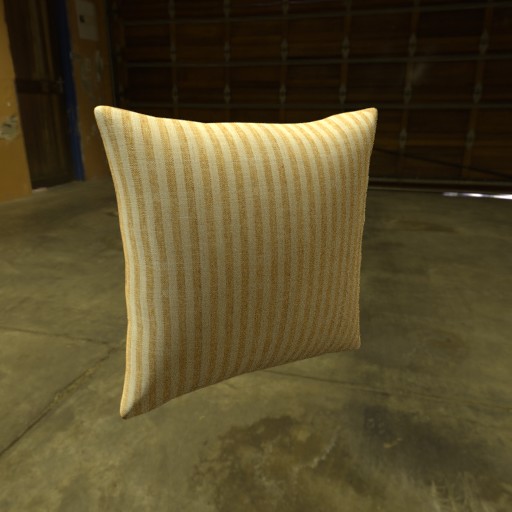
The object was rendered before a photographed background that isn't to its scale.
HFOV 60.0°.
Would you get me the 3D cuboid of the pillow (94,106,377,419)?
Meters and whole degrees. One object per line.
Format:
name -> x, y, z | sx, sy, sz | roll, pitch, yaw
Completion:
pillow -> 0.000, 0.000, 0.638 | 0.419, 0.407, 0.173 | -9, 20, -27
